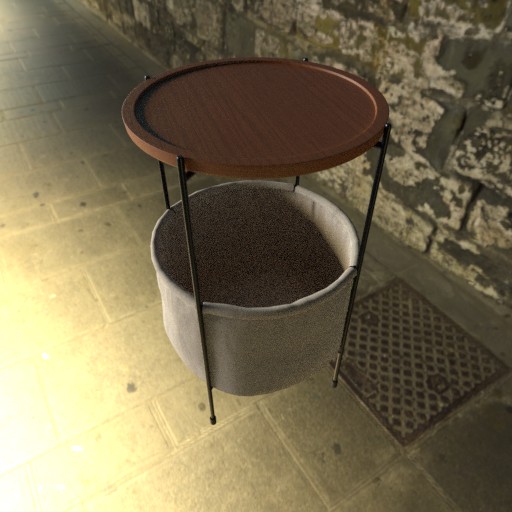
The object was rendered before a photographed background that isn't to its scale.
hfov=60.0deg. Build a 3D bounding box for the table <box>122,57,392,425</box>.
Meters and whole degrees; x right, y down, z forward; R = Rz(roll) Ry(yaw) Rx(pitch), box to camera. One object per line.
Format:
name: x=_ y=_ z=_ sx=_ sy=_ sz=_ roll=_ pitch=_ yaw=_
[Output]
table: x=0.000 y=0.000 z=0.860 sx=0.393 sy=0.623 sz=0.393 roll=-12 pitch=43 yaw=-14
